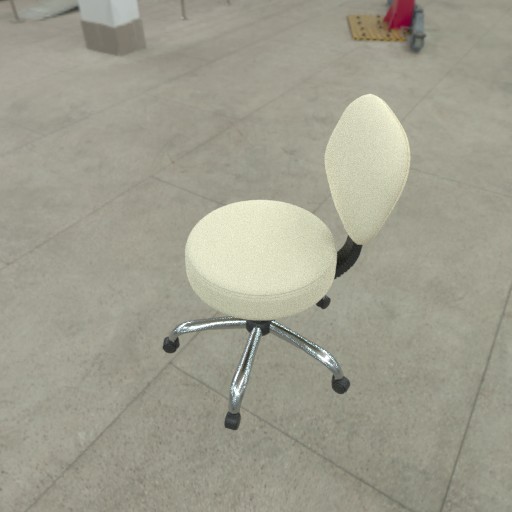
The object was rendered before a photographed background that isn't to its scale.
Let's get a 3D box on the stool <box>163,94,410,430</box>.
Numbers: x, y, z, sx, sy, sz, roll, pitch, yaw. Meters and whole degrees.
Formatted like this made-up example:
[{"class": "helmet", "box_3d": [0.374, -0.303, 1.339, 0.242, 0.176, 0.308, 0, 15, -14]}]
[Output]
[{"class": "stool", "box_3d": [0.000, 0.000, 1.228, 0.616, 0.810, 0.609, -1, 41, -2]}]
